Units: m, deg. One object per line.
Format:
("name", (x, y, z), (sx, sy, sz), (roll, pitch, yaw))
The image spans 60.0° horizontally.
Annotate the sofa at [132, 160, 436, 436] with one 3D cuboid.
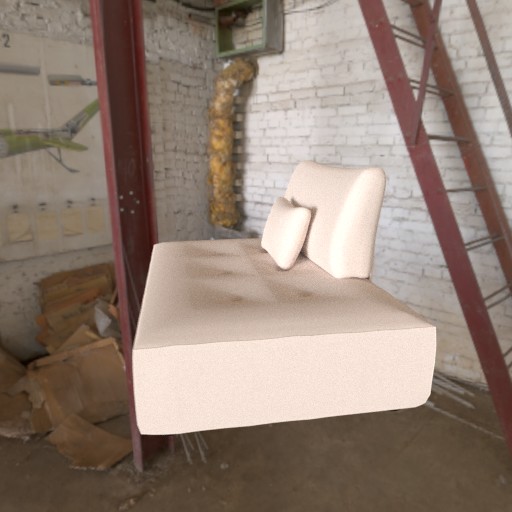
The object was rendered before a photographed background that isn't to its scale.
("sofa", (0.000, 0.000, 2.046), (1.000, 0.820, 1.450), (-2, 14, -10))
